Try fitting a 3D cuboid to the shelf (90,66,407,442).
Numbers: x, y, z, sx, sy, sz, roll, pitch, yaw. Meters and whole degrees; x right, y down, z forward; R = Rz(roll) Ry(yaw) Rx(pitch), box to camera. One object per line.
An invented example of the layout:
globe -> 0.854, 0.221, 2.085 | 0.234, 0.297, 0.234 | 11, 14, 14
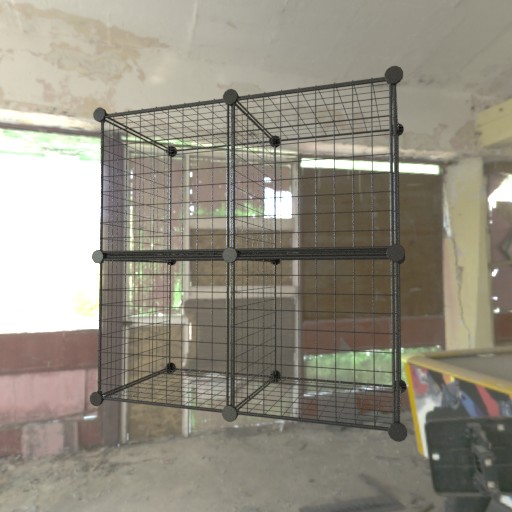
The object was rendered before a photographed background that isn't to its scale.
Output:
shelf -> 0.000, 0.000, 1.115 | 0.711, 0.711, 0.356 | -1, -2, 19
